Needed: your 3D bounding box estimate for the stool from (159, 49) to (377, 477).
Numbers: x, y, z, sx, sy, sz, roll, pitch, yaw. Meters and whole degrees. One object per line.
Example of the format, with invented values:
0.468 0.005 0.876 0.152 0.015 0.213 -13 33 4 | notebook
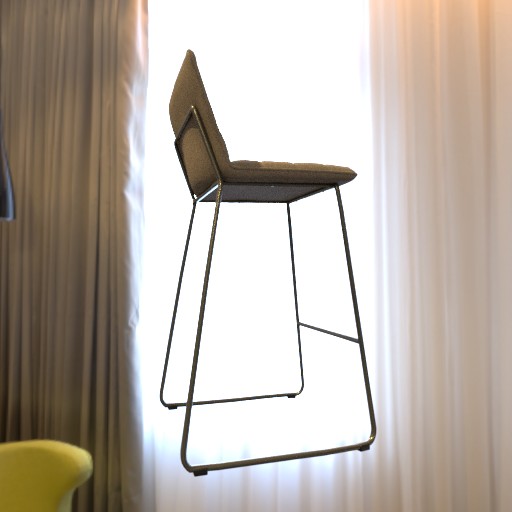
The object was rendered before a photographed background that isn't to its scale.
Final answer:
0.000 0.000 1.257 0.490 0.960 0.490 0 -2 -18 | stool
